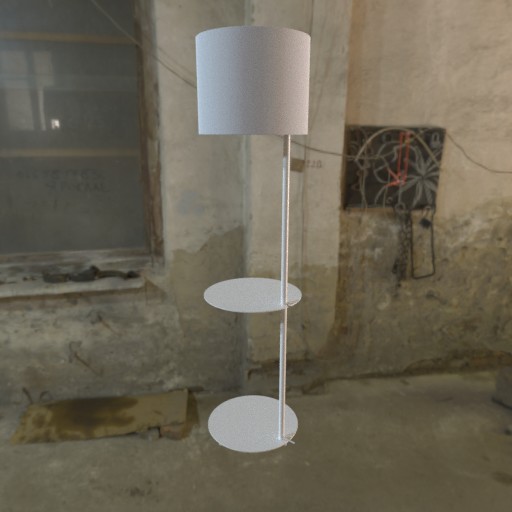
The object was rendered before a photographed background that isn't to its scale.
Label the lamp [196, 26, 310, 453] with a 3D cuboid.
[{"bbox_3d":[0.000,0.000,1.634,0.405,1.465,0.372,15,21,43],"label":"lamp"}]
